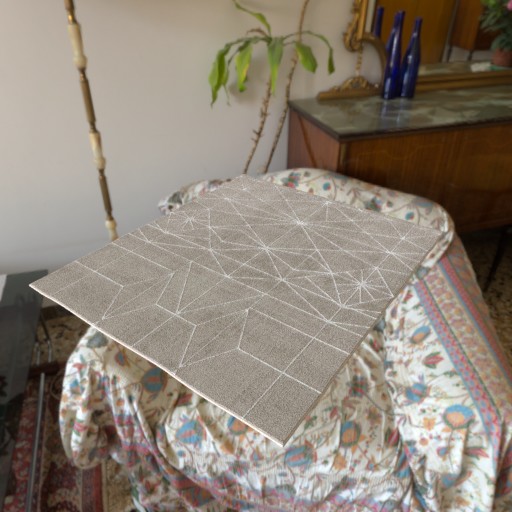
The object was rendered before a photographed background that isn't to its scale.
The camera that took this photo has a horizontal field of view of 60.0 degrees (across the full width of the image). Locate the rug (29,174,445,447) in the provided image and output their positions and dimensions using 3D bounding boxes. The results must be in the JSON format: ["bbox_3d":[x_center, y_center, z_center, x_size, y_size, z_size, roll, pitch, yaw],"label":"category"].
[{"bbox_3d":[0.000,0.000,0.878,0.548,0.006,0.639,22,39,30],"label":"rug"}]
